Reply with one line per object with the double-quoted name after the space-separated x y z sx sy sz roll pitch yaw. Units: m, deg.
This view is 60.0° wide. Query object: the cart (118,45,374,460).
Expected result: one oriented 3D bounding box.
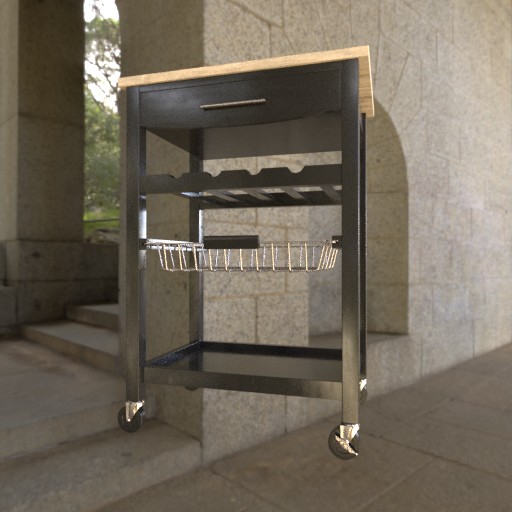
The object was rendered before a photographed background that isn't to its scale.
0.000 0.000 1.153 0.584 0.839 0.403 0 0 16 "cart"
